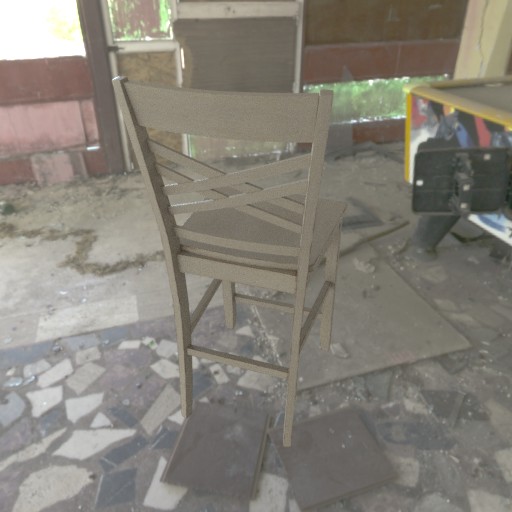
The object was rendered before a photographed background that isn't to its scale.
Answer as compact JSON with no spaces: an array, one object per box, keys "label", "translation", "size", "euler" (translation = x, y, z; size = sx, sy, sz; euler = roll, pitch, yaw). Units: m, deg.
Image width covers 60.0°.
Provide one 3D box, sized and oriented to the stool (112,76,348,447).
[{"label":"stool","translation":[0.000,0.000,1.344],"size":[0.462,1.079,0.539],"euler":[10,33,16]}]
